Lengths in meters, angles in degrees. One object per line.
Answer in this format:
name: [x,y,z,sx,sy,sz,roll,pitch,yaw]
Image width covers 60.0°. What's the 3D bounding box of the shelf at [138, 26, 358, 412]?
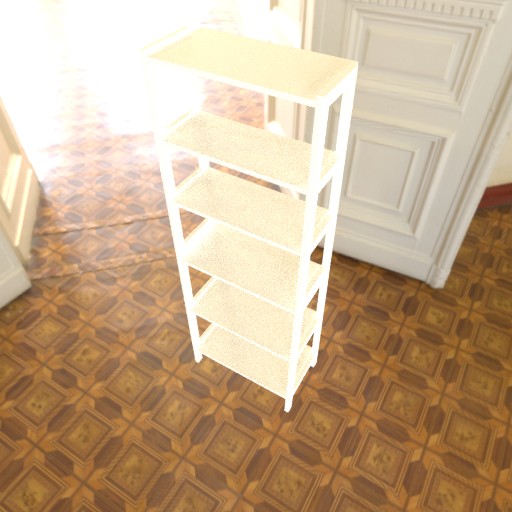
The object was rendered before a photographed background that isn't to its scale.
shelf: [0.000,0.000,2.095,0.660,1.892,0.381,23,50,21]
